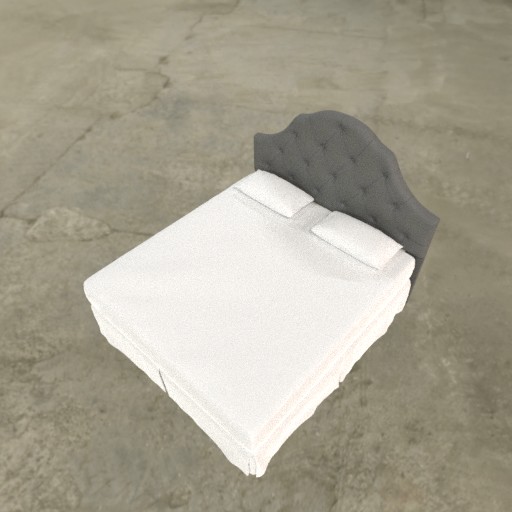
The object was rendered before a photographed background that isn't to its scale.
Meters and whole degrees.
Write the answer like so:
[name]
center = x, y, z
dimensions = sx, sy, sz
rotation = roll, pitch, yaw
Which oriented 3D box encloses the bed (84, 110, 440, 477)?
[bed]
center = 0.000, 0.000, 3.593
dimensions = 2.008, 1.615, 2.214
rotation = 33, 54, 28
